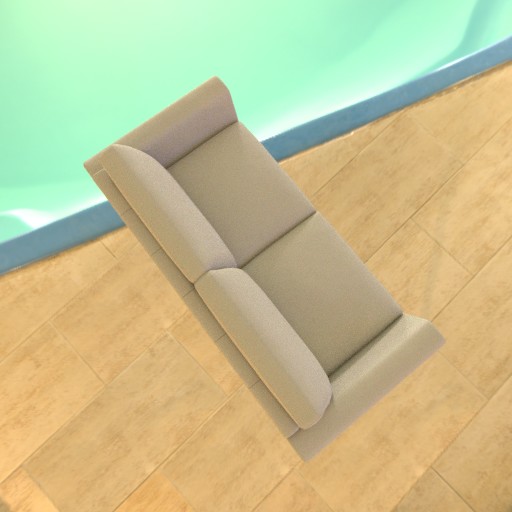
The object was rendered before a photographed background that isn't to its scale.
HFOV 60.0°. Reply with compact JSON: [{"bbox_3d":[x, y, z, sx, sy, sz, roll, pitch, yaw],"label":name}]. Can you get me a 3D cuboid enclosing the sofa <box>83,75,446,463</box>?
[{"bbox_3d":[0.000,0.000,2.552,0.953,0.875,2.017,-37,79,-9],"label":"sofa"}]
